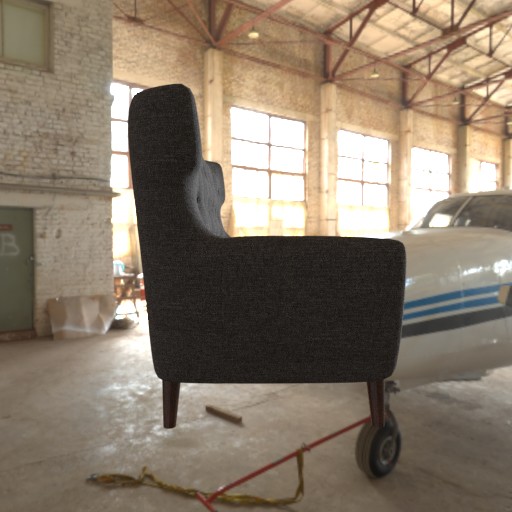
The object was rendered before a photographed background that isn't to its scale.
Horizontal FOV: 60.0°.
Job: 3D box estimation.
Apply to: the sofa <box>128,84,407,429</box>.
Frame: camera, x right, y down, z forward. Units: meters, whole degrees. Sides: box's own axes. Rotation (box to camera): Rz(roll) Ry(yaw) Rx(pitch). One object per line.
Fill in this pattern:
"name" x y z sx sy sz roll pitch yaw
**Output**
"sofa" 0.000 0.000 1.920 0.874 1.028 1.358 0 2 -1
